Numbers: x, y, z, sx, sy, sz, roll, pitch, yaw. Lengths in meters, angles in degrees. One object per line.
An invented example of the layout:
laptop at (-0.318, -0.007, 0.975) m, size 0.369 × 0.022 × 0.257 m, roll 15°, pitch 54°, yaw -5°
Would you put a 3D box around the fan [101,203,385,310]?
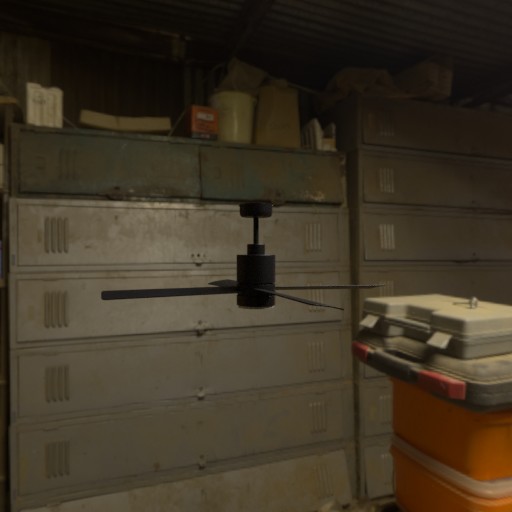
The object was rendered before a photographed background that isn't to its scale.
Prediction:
fan at (0.000, 0.000, 2.310) m, size 1.525 × 0.534 × 1.525 m, roll 0°, pitch 0°, yaw -20°
